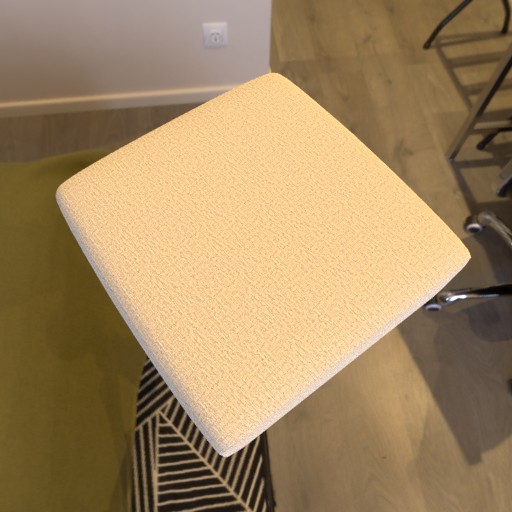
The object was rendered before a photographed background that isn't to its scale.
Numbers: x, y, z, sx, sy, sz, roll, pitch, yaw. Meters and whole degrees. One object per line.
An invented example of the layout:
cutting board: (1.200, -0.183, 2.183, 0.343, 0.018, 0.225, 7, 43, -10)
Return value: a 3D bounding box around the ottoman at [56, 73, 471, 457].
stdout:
ottoman: (0.000, 0.000, 1.054, 0.649, 0.398, 0.650, -34, 68, -15)
